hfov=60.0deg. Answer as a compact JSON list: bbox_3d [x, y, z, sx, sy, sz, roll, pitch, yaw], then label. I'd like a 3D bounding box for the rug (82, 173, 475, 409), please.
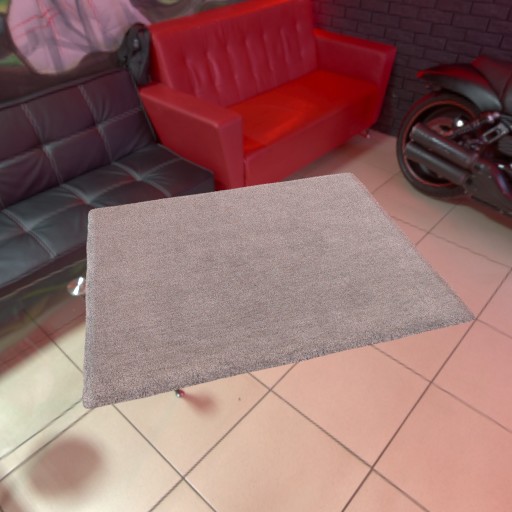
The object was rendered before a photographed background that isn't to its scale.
[{"bbox_3d":[0.000,0.000,3.955,2.933,0.027,2.332,-10,42,-11],"label":"rug"}]
